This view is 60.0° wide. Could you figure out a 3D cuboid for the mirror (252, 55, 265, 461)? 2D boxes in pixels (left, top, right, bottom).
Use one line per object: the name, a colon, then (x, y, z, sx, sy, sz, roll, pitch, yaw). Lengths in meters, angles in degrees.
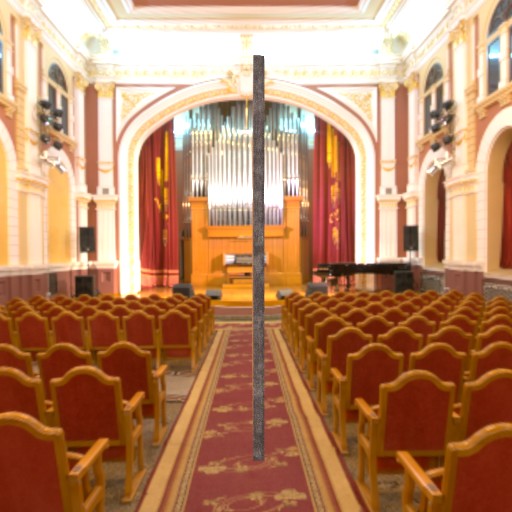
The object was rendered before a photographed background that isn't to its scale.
mirror: (0.000, 0.000, 1.419, 0.022, 0.795, 1.101, 0, 1, -1)
